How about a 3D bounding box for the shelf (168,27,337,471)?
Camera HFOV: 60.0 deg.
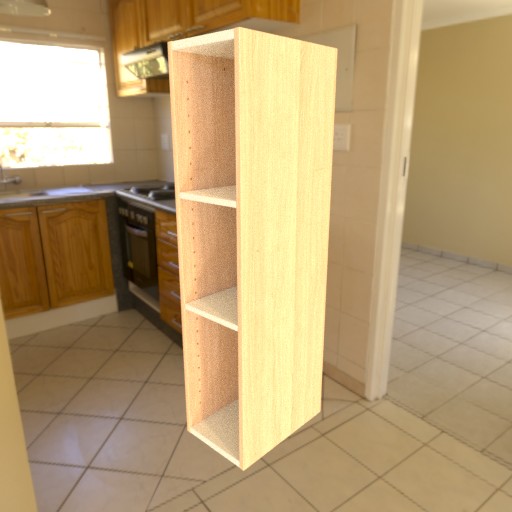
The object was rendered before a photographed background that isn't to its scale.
[{"bbox_3d":[0.000,0.000,1.014,0.197,0.882,0.290,15,22,41],"label":"shelf"}]
